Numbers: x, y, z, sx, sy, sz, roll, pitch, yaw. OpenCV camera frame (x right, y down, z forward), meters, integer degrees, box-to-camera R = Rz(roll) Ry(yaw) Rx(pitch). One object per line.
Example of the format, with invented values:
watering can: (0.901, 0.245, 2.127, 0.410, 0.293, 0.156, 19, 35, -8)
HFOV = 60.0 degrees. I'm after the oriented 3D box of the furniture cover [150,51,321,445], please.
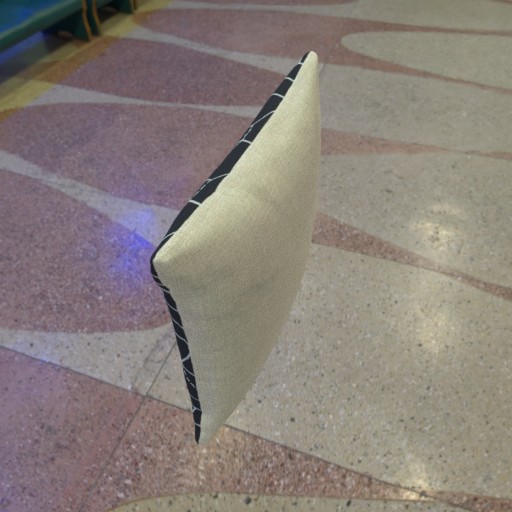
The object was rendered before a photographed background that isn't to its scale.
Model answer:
furniture cover: (0.000, 0.000, 0.773, 0.158, 0.508, 0.517, 17, 49, 15)
